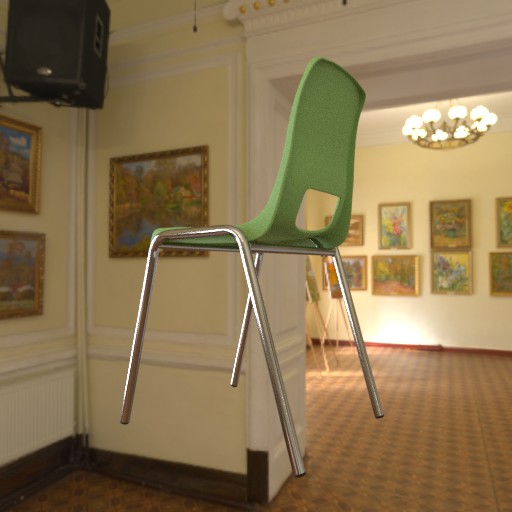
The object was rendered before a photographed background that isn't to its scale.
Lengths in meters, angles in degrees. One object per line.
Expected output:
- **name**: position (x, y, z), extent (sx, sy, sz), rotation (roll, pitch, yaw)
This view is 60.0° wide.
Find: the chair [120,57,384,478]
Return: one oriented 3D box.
- **chair**: position (0.000, 0.000, 0.959), extent (0.436, 0.704, 0.381), rotation (-1, -2, 36)
